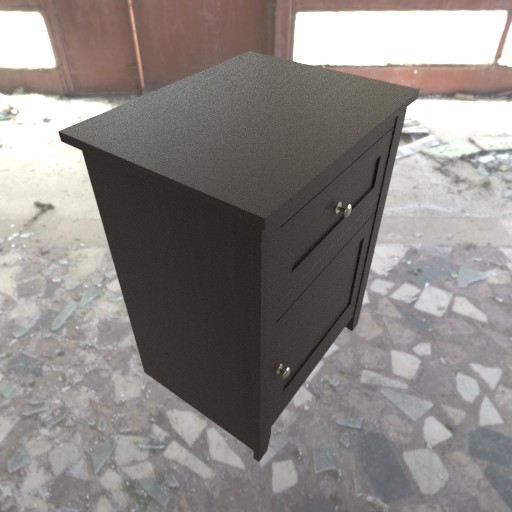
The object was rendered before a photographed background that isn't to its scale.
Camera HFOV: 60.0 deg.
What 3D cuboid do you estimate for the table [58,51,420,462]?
[{"bbox_3d":[0.000,0.000,0.930,0.381,0.635,0.480,25,47,26],"label":"table"}]
